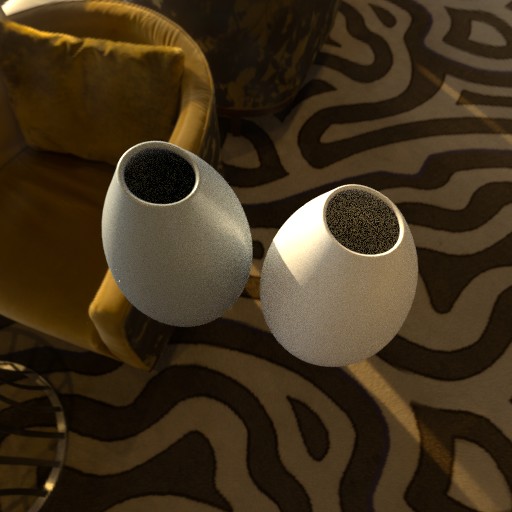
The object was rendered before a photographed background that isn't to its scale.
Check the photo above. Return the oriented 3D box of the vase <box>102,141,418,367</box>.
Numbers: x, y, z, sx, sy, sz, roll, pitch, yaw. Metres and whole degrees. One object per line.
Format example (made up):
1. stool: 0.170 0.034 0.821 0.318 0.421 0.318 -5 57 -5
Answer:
1. vase: 0.000 0.000 0.260 0.187 0.131 0.089 14 64 7
